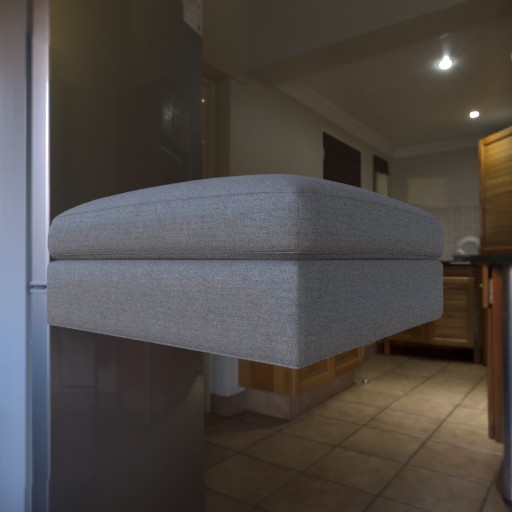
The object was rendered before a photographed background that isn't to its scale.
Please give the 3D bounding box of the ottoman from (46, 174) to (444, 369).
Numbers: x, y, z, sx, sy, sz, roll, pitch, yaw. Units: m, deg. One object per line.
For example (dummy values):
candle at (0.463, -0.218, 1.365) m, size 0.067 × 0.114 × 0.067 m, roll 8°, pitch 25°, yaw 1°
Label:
ottoman at (0.000, 0.000, 1.599) m, size 1.041 × 0.470 × 1.041 m, roll 0°, pitch -1°, yaw 38°
